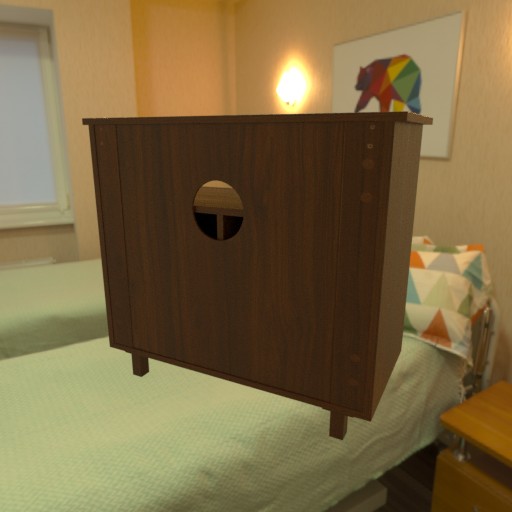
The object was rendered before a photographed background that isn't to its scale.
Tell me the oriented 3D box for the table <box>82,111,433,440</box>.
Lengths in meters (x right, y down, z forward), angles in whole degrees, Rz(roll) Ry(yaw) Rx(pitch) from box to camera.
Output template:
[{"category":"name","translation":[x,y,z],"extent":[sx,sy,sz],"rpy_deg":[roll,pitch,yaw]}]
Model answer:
[{"category":"table","translation":[0.000,0.000,1.220],"extent":[0.802,0.725,0.390],"rpy_deg":[8,17,26]}]
